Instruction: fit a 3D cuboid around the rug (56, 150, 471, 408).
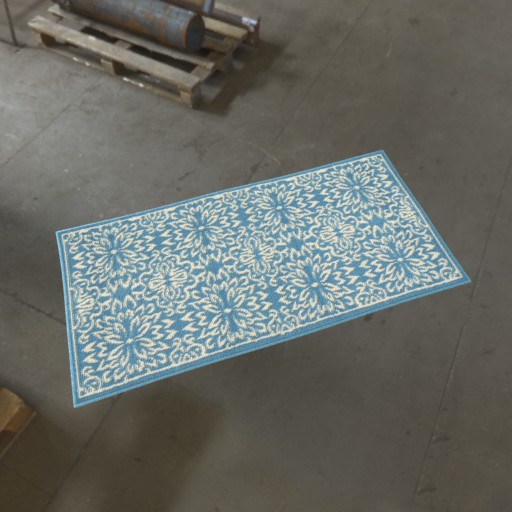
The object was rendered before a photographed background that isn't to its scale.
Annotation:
[{"bbox_3d":[0.000,0.000,1.433,1.219,0.007,0.604,-16,59,-10],"label":"rug"}]
